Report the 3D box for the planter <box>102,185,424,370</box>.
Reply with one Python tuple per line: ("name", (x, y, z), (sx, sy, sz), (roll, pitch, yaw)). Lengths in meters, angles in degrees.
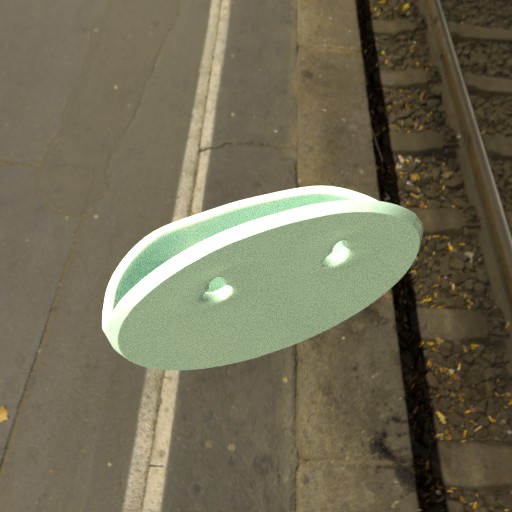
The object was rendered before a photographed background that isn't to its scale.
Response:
("planter", (0.000, 0.000, 0.272), (0.189, 0.164, 0.073), (-16, 60, -10))
